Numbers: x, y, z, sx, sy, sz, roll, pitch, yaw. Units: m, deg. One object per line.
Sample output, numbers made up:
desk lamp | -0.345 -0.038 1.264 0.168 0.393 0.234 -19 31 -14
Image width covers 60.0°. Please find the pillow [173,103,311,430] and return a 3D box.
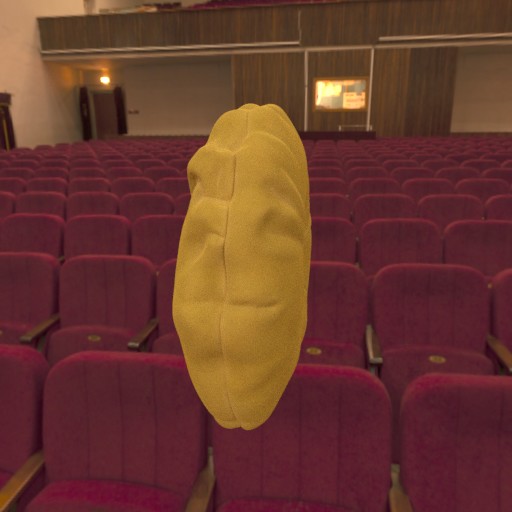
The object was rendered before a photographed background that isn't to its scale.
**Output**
pillow | 0.000 0.000 0.626 0.148 0.407 0.428 2 15 9
